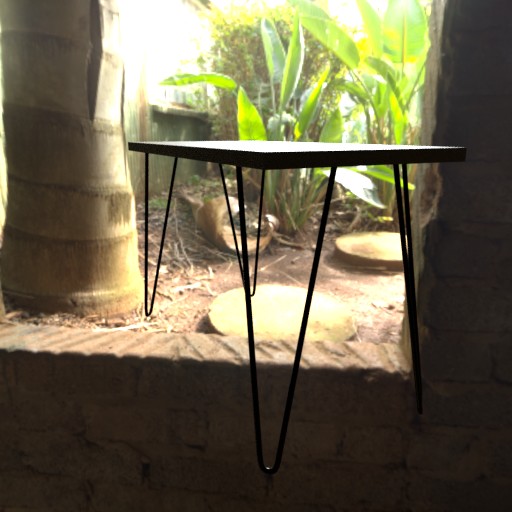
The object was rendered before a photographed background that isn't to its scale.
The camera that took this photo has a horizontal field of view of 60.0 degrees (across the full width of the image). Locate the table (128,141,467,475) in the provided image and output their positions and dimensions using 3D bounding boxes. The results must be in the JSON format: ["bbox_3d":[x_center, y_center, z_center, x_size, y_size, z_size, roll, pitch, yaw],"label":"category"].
[{"bbox_3d":[0.000,0.000,1.348,0.499,0.660,0.991,-8,17,-27],"label":"table"}]
